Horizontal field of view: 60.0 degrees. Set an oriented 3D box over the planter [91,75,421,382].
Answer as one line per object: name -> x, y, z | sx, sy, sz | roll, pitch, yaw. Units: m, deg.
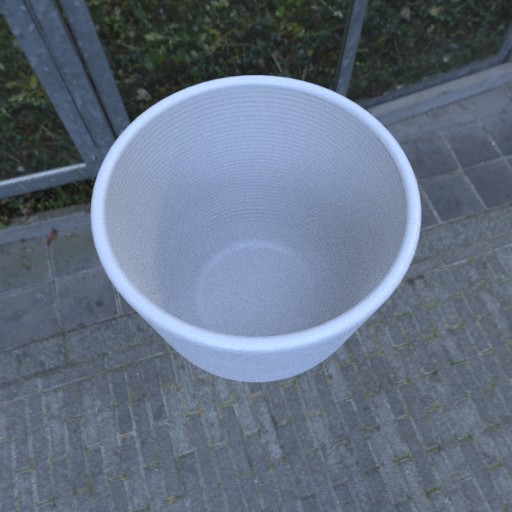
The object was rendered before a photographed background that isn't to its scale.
planter -> 0.000, 0.000, 0.296 | 0.170, 0.152, 0.170 | 0, 63, 0
